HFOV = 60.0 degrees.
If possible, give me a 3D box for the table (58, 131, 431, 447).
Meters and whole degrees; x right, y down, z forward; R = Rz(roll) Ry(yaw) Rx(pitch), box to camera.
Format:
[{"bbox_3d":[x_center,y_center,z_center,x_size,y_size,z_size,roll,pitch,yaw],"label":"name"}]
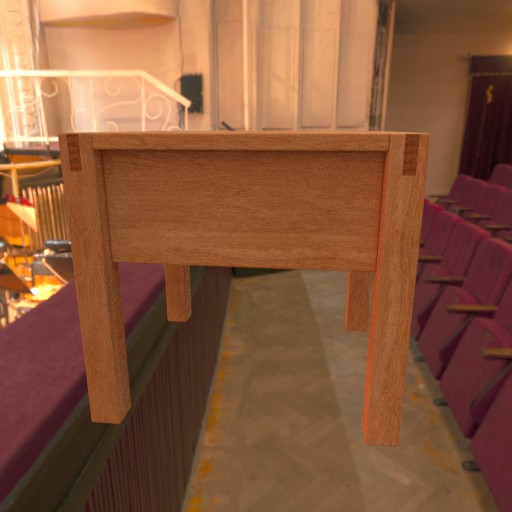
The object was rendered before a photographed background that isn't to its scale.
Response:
[{"bbox_3d":[0.000,0.000,0.833,0.480,0.450,0.440,2,16,7],"label":"table"}]
